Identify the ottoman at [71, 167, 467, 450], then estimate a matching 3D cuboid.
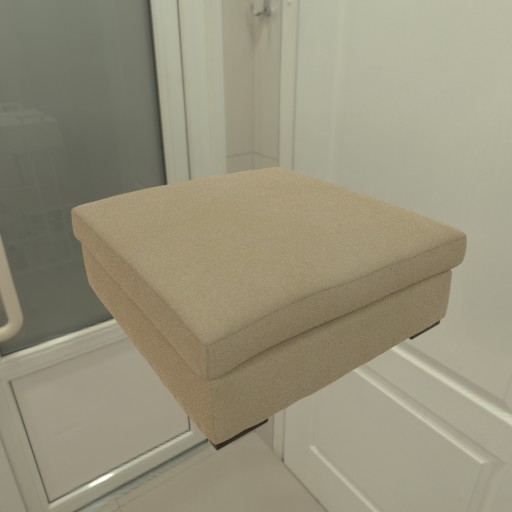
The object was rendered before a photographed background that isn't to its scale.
[{"bbox_3d":[0.000,0.000,1.890,1.190,0.522,1.205,-18,32,-32],"label":"ottoman"}]
